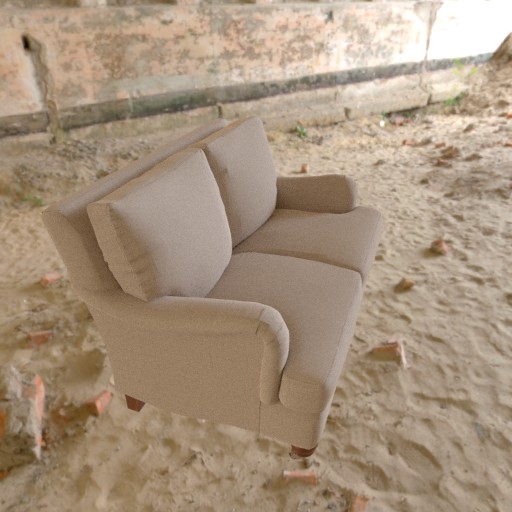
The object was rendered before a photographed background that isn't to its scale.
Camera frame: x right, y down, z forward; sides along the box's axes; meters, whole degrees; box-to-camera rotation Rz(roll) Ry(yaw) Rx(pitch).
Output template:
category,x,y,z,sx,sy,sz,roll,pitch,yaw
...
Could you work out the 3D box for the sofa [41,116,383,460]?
category,x,y,z,sx,sy,sz,roll,pitch,yaw
sofa,0.000,0.000,2.178,1.087,1.048,1.508,11,32,18
